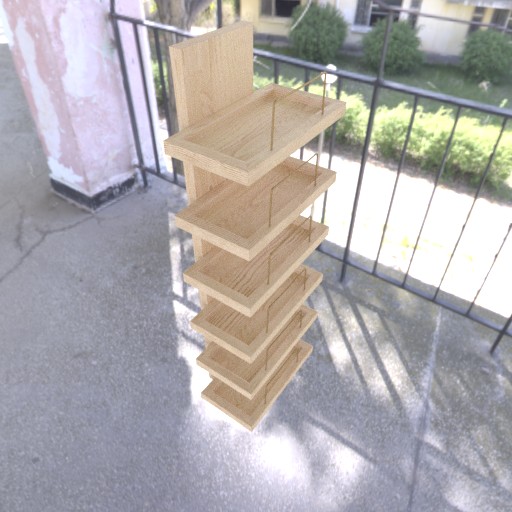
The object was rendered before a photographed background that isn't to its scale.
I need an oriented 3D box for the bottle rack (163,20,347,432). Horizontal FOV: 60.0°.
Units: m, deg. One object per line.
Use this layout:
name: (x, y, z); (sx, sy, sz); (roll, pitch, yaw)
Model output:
bottle rack: (0.000, 0.000, 1.047); (0.206, 0.943, 0.330); (25, 47, 26)
